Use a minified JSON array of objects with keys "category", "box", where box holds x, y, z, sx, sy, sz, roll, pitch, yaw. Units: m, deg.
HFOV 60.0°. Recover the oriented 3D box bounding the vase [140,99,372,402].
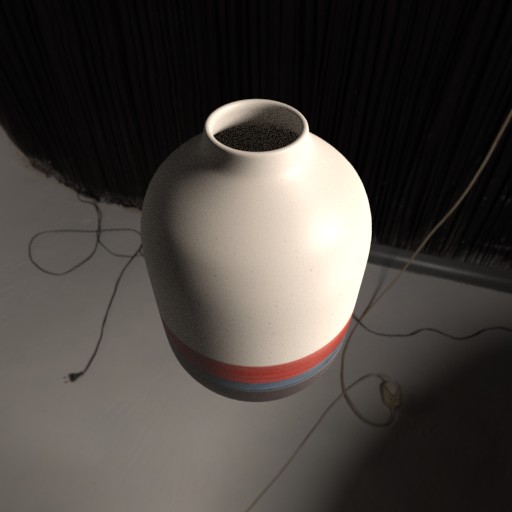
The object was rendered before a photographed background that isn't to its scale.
[{"category":"vase","box":[0.000,0.000,0.356,0.169,0.237,0.169,0,48,0]}]
